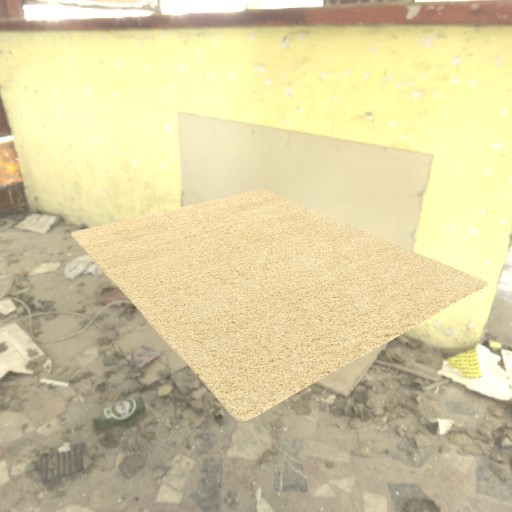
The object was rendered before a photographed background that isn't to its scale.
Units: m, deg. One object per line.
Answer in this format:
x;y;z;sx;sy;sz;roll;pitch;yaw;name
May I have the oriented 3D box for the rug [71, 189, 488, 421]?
0.000;0.000;3.955;2.401;0.025;3.001;-18;32;-32;rug
